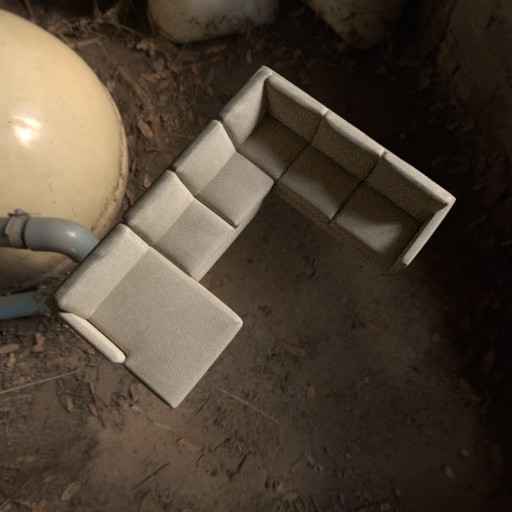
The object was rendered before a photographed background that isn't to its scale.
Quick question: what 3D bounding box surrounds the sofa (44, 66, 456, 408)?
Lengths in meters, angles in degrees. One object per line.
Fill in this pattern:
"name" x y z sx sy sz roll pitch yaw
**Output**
"sofa" 0.000 0.000 4.666 2.593 0.959 3.460 38 79 9
